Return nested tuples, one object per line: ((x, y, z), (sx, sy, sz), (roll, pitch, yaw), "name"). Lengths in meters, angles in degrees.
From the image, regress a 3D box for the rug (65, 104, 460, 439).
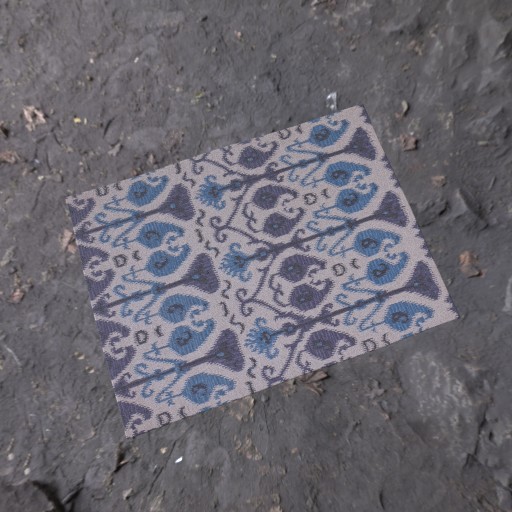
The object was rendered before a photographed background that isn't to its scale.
((0.000, 0.000, 2.996), (2.261, 0.013, 1.676), (-19, 77, -5), "rug")
